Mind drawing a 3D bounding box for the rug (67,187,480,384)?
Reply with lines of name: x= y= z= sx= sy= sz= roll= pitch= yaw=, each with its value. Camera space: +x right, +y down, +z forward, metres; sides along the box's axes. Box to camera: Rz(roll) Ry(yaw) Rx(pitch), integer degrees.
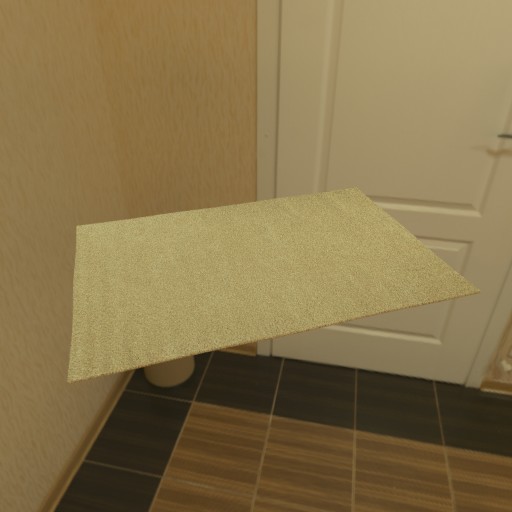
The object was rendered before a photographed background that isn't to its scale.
rug: x=0.000 y=0.000 z=3.457 sx=2.699 sy=0.025 sz=1.800 roll=-10 pitch=34 yaw=-14
